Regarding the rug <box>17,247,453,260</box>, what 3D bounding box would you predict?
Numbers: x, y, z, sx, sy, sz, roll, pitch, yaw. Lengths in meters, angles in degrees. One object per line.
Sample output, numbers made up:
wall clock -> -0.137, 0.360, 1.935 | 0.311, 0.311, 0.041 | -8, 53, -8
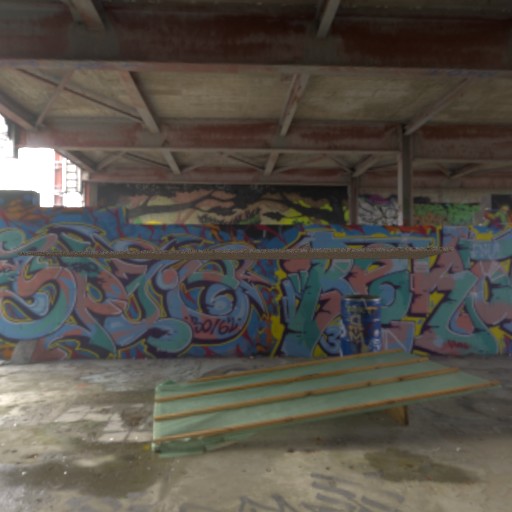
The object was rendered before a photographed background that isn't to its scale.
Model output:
rug -> 0.000, 0.000, 4.020 | 3.000, 0.025, 2.400 | 0, -1, 17
